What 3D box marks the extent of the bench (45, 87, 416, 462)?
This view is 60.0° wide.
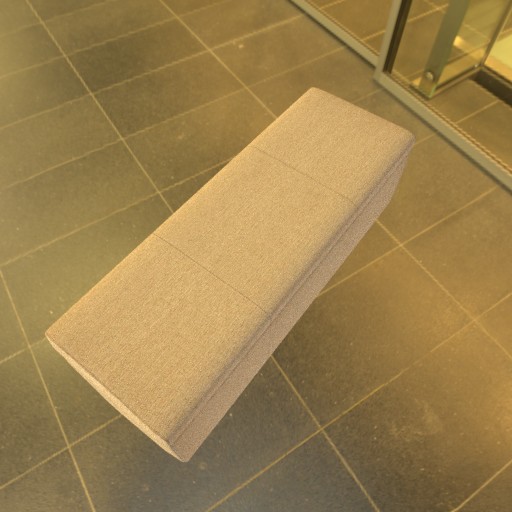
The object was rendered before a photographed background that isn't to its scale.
[{"bbox_3d":[0.000,0.000,1.499,0.446,0.438,1.269,33,64,19],"label":"bench"}]
